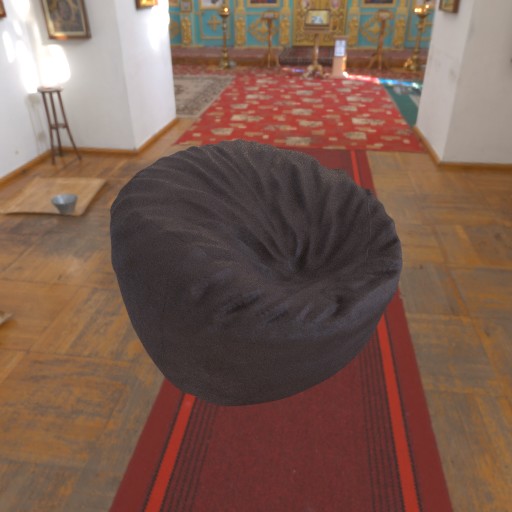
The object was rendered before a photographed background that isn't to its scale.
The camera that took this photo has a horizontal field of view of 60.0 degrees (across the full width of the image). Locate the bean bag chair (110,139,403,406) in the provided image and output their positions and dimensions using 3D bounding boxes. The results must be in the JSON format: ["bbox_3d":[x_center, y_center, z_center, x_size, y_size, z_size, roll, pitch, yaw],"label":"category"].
[{"bbox_3d":[0.000,0.000,2.051,1.245,0.821,1.245,0,30,0],"label":"bean bag chair"}]
